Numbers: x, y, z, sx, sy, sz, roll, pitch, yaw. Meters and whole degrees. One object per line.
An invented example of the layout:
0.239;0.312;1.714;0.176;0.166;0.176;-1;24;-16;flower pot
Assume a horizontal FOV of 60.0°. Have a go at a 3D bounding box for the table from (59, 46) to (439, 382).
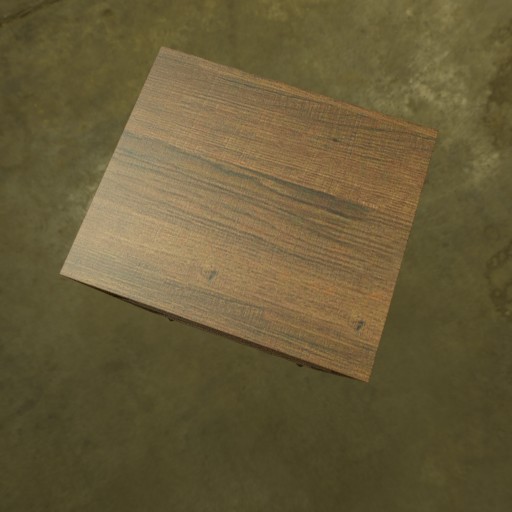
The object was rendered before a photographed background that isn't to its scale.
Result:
0.000;0.000;1.167;0.526;0.866;0.457;19;78;4;table
